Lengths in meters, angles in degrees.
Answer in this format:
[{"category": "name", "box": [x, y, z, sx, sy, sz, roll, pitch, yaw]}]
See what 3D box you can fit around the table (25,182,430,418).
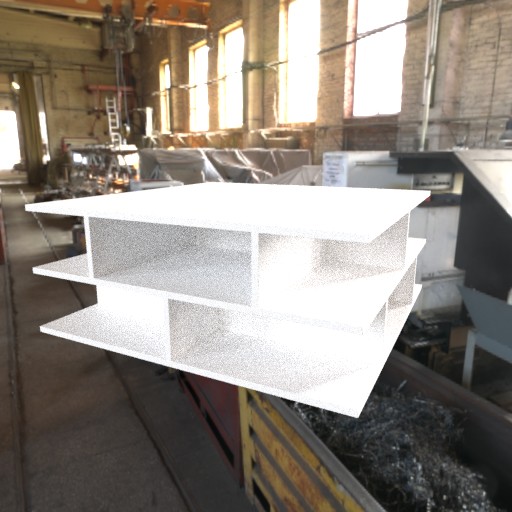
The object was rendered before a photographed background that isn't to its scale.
[{"category": "table", "box": [0.000, 0.000, 1.085, 0.700, 0.289, 0.700, 7, 15, 26]}]
